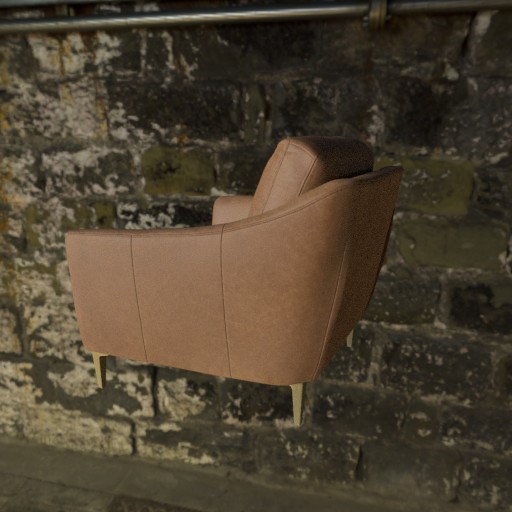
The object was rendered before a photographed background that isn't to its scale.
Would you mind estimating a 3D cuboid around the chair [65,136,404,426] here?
[{"bbox_3d":[0.000,0.000,1.709,0.963,0.895,0.988,8,17,26],"label":"chair"}]
